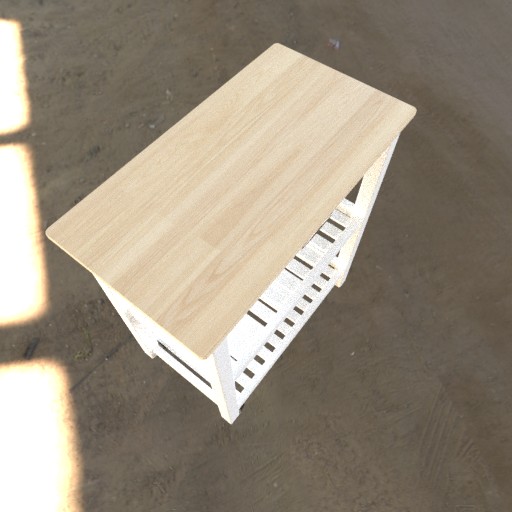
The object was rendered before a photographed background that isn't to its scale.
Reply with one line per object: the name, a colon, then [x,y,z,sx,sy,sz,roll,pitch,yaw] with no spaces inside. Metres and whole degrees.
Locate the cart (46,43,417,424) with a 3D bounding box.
cart: [0.000,0.000,1.455,0.457,0.927,0.899,34,65,18]
